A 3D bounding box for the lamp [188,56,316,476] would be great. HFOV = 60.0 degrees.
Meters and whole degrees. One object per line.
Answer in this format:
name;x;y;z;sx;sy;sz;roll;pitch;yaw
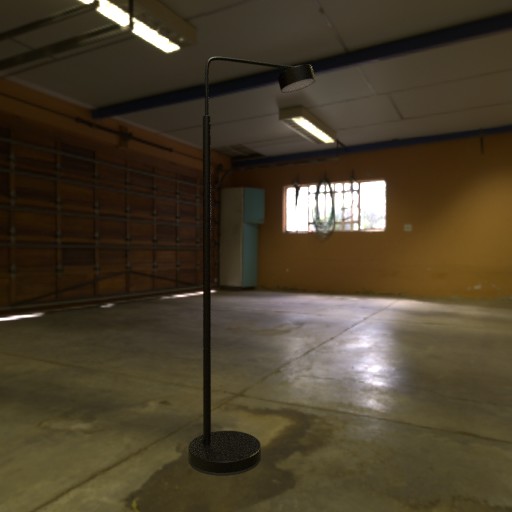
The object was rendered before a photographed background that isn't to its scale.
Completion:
lamp;0.000;0.000;1.375;0.418;1.230;0.219;0;1;-17
